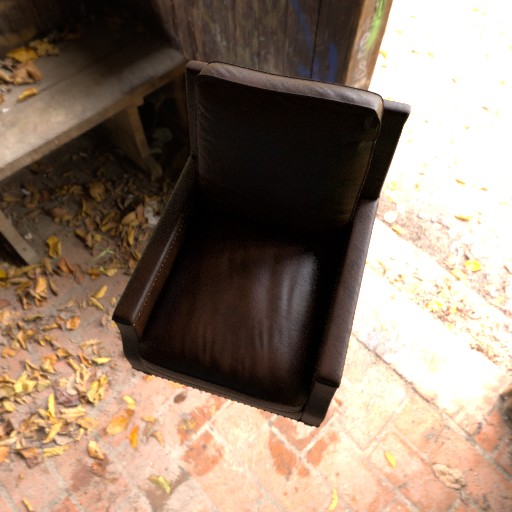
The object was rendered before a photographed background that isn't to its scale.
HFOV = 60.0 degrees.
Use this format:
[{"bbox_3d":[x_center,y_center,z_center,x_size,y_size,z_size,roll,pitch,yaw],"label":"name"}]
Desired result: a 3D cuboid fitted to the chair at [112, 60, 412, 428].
[{"bbox_3d":[0.000,0.000,1.777,0.854,1.054,1.035,15,61,8],"label":"chair"}]
